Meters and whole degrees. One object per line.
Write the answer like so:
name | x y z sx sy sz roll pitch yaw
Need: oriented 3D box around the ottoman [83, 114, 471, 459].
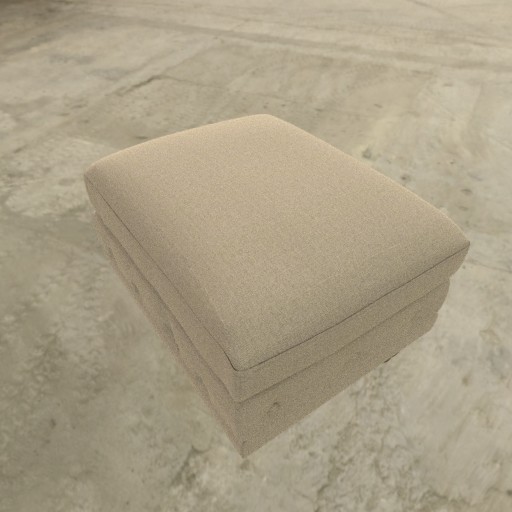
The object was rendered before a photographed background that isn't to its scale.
ottoman | 0.000 0.000 1.017 0.541 0.463 0.684 -24 46 -25
